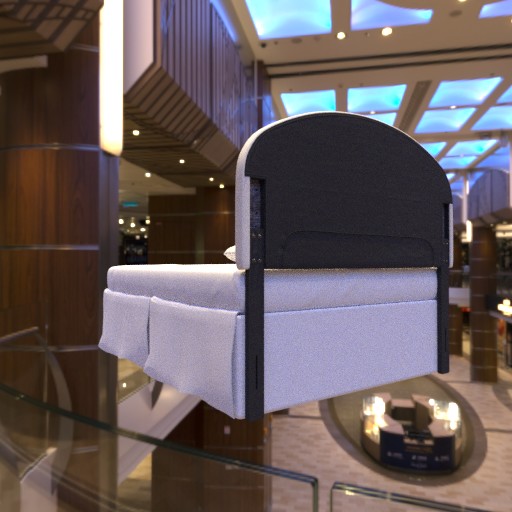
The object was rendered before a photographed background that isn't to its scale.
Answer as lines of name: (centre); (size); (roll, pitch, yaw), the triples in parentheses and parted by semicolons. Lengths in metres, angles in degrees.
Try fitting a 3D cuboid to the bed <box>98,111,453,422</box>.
bed: (0.000, 0.000, 3.065); (1.607, 1.410, 2.005); (1, -1, -35)
